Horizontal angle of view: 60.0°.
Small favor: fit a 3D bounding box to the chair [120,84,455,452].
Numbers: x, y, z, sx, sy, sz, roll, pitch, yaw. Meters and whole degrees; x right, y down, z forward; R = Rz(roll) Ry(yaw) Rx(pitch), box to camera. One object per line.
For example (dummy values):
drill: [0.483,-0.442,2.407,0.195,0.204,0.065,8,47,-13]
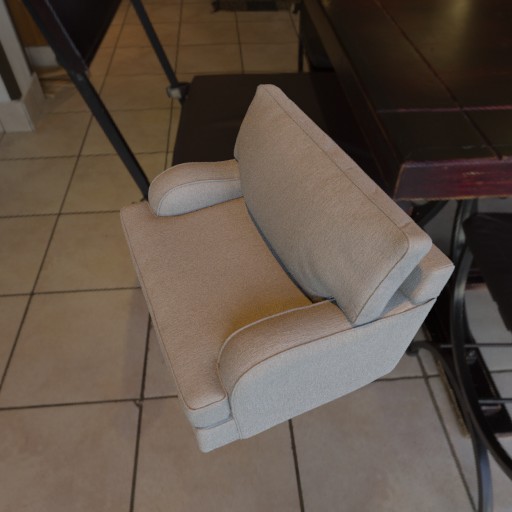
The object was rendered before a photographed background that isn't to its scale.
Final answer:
chair: [0.000,0.000,2.011,1.041,1.016,1.220,-17,49,-16]
